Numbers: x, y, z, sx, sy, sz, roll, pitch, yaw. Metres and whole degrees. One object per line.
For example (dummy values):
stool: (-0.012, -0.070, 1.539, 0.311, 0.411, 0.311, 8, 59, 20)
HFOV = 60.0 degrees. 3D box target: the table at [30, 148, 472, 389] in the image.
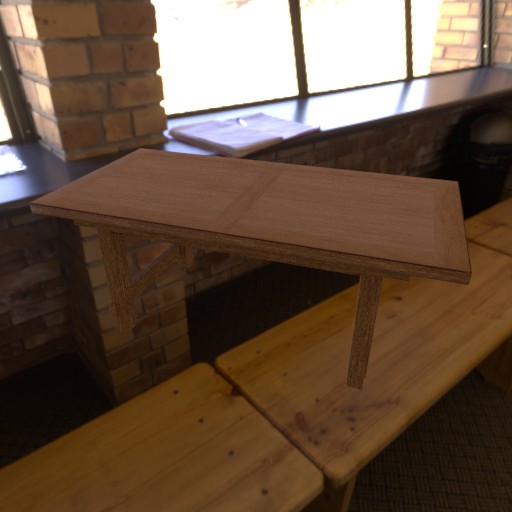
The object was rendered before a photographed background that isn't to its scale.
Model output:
table: (0.000, 0.000, 2.464, 1.982, 0.762, 1.000, 10, 31, 16)
